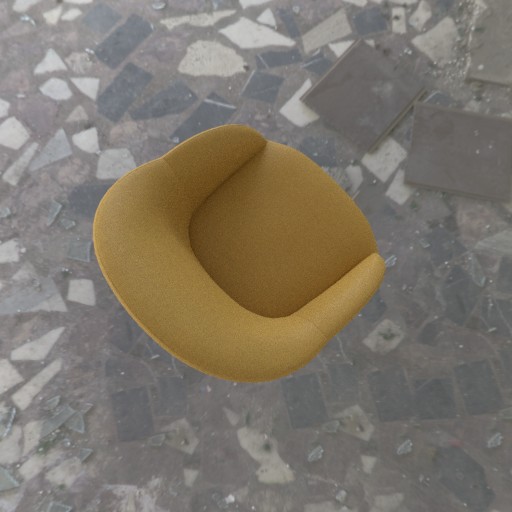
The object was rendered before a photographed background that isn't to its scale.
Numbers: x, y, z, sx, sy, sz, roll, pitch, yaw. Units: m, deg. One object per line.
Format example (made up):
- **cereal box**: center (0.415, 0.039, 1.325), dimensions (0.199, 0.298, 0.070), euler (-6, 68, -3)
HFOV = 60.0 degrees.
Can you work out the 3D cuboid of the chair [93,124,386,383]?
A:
- **chair**: center (0.000, 0.000, 1.184), dimensions (0.583, 0.793, 0.551), euler (-41, 80, -9)
